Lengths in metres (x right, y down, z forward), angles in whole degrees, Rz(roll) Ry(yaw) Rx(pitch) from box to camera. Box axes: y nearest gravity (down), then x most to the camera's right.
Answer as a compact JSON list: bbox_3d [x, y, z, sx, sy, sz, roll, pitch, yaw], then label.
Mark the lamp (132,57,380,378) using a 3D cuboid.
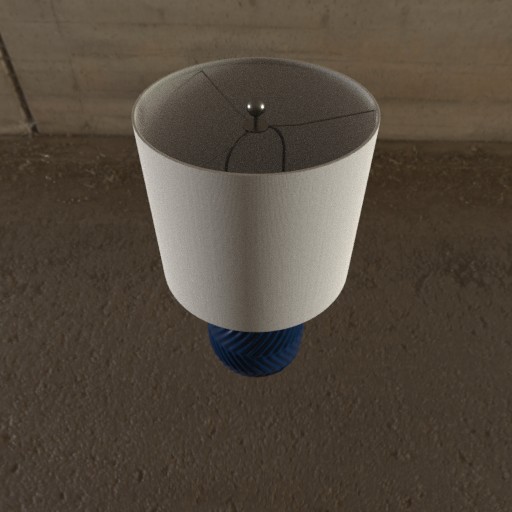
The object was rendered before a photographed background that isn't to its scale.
[{"bbox_3d":[0.000,0.000,0.495,0.203,0.368,0.203,-24,50,-22],"label":"lamp"}]
